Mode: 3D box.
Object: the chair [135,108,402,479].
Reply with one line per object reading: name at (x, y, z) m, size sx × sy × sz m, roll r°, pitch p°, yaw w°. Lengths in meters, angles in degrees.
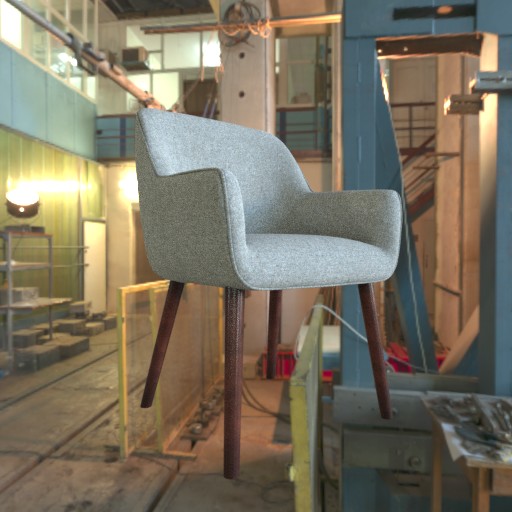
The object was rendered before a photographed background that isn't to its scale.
chair at (0.000, 0.000, 1.142) m, size 0.543 × 0.803 × 0.519 m, roll -1°, pitch 1°, yaw -37°
